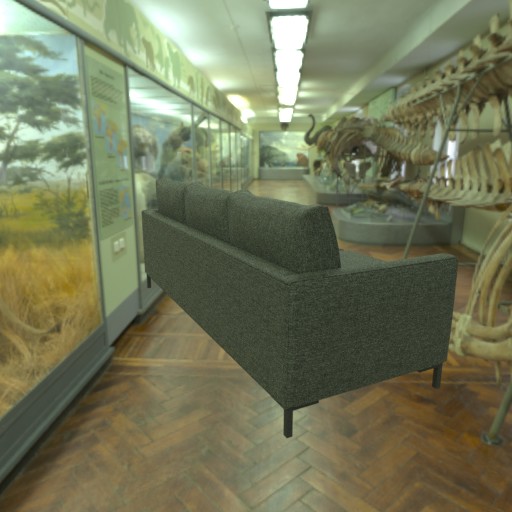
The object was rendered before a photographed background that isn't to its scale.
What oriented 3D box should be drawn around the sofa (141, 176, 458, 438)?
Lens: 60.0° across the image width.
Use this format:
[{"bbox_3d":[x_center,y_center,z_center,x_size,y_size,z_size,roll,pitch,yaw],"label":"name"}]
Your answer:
[{"bbox_3d":[0.000,0.000,2.710,0.876,0.879,2.253,-7,15,-26],"label":"sofa"}]
